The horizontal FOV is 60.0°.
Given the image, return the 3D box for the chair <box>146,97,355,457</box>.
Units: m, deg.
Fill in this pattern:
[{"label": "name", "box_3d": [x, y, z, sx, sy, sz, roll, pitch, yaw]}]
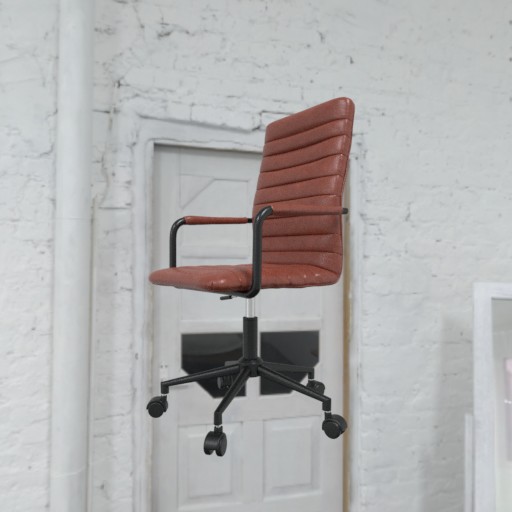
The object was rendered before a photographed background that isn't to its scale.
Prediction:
[{"label": "chair", "box_3d": [0.000, 0.000, 1.380, 0.580, 0.979, 0.608, 0, 0, -37]}]
